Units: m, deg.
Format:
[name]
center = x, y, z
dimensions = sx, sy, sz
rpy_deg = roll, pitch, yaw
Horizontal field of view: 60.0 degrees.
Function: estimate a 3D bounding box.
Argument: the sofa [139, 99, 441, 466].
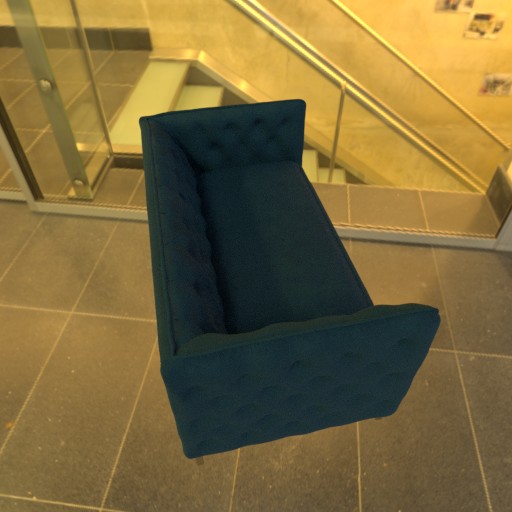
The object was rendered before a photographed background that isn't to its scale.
[sofa]
center = 0.000, 0.000, 2.105
dimensions = 0.909, 0.810, 1.583
rpy_deg = -9, 46, -9
